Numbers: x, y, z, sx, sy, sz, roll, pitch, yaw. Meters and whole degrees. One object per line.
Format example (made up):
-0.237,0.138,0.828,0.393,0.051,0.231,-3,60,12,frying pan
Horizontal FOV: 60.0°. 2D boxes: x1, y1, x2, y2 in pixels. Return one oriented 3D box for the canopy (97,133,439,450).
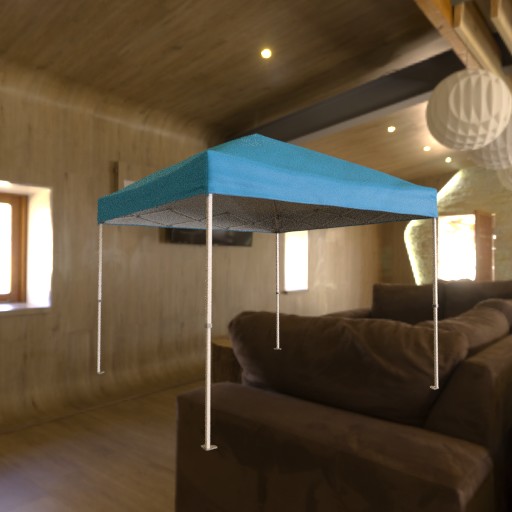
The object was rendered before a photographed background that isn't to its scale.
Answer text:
0.000,0.000,5.396,2.996,2.997,2.998,1,-2,-35,canopy
